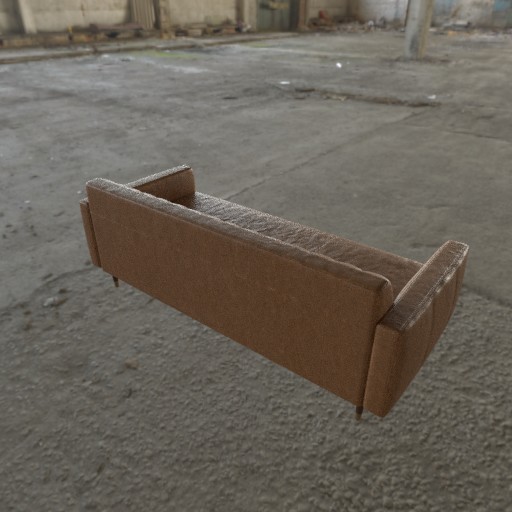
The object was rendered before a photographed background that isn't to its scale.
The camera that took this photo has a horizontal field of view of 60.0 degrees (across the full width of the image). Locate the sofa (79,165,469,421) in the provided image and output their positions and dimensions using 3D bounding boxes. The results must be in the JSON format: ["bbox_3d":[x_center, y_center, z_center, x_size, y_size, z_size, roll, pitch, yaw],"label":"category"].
[{"bbox_3d":[0.000,0.000,2.785,2.291,0.821,0.990,21,36,32],"label":"sofa"}]
